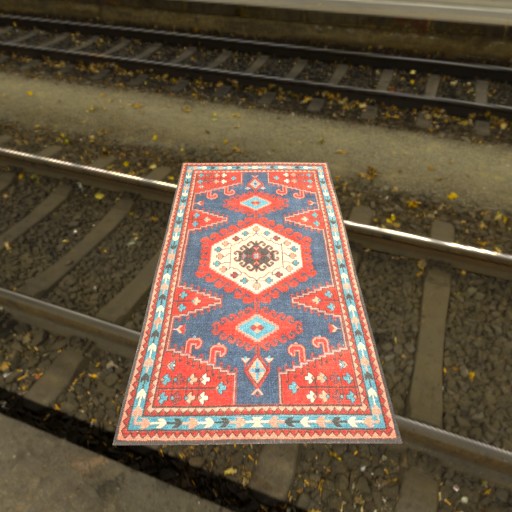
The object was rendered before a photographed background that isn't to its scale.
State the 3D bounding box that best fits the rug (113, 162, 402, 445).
[{"bbox_3d":[0.000,0.000,3.476,1.522,0.034,3.032,0,40,0],"label":"rug"}]
